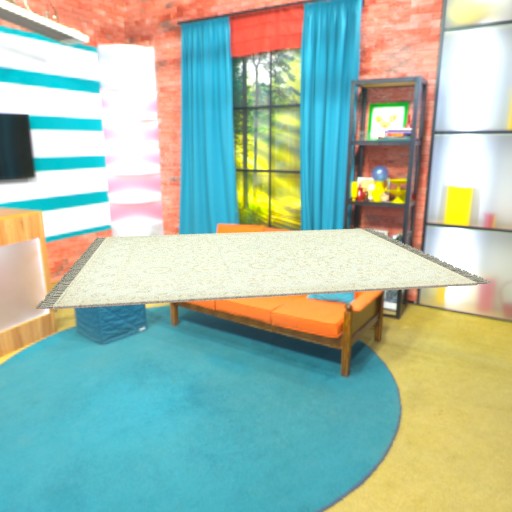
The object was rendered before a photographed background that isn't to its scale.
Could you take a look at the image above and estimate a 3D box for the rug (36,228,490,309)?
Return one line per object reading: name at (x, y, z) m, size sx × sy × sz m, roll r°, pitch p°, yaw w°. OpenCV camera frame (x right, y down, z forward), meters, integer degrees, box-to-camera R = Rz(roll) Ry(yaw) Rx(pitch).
rug at (0.000, 0.000, 2.278) m, size 1.771 × 0.015 × 1.223 m, roll -2°, pitch 14°, yaw -9°
